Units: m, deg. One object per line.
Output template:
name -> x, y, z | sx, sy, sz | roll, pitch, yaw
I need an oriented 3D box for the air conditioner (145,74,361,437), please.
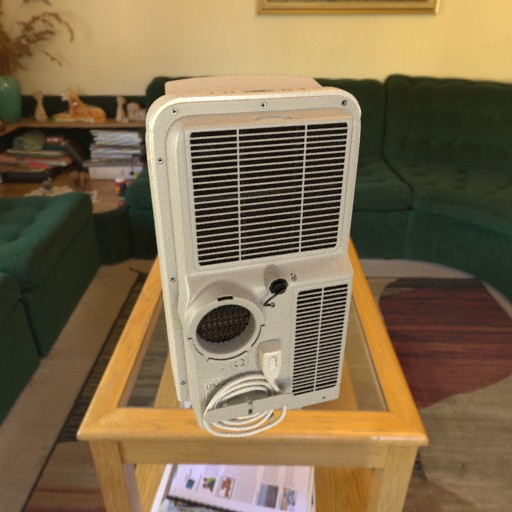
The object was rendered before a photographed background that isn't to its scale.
air conditioner -> 0.000, 0.000, 1.073 | 0.449, 0.786, 0.414 | -8, 29, -14
